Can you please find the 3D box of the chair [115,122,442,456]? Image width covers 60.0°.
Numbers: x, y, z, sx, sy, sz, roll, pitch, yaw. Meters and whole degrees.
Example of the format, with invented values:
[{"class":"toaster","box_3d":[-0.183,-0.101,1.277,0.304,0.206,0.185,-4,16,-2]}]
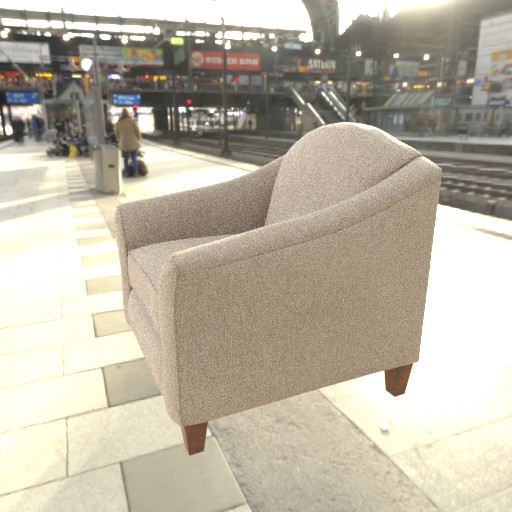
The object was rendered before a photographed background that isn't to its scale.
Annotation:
[{"class":"chair","box_3d":[0.000,0.000,1.453,0.787,0.839,0.763,-8,19,-24]}]
